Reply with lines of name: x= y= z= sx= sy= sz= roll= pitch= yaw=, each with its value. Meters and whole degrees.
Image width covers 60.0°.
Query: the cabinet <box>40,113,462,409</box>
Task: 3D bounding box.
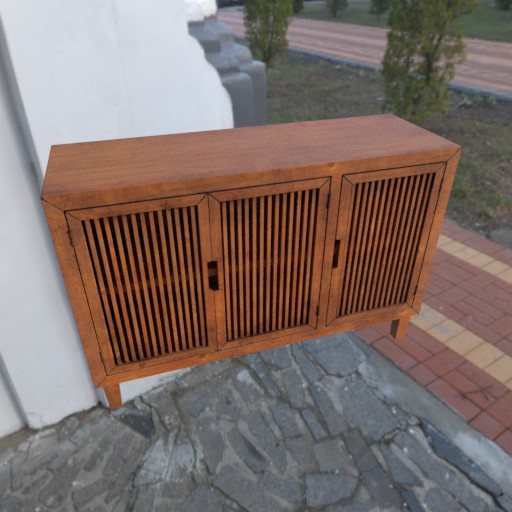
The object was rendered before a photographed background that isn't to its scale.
cabinet: x=0.000 y=0.000 z=1.584 sx=1.204 sy=0.805 sz=0.403 roll=-10 pitch=34 yaw=-15
